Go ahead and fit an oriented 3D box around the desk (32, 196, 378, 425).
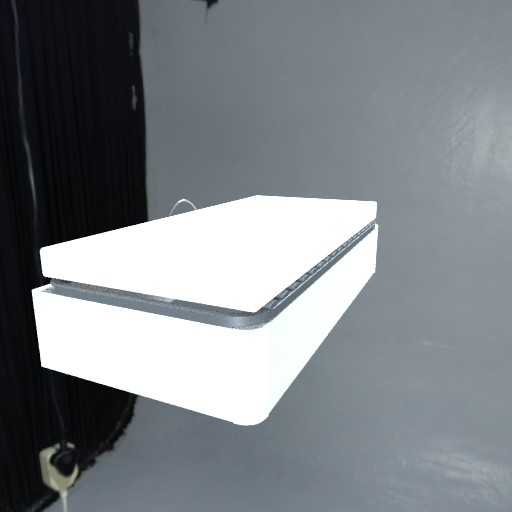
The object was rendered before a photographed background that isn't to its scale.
[{"bbox_3d":[0.000,0.000,2.259,0.900,0.526,1.900,7,16,24],"label":"desk"}]
